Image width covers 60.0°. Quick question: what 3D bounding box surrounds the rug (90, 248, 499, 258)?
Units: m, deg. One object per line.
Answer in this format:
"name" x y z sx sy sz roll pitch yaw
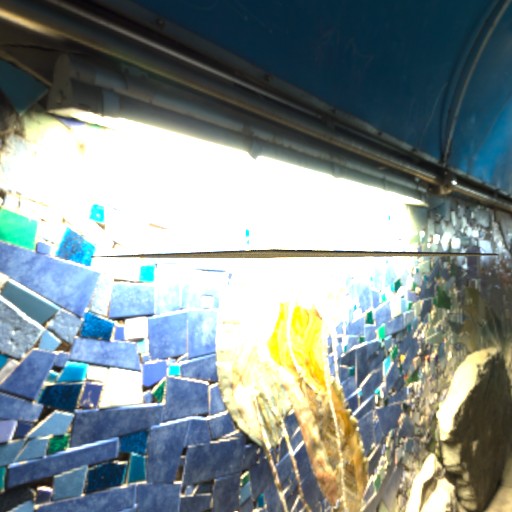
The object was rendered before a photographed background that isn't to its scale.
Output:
"rug" 0.000 0.000 2.973 1.536 0.012 2.431 1 -1 -35
